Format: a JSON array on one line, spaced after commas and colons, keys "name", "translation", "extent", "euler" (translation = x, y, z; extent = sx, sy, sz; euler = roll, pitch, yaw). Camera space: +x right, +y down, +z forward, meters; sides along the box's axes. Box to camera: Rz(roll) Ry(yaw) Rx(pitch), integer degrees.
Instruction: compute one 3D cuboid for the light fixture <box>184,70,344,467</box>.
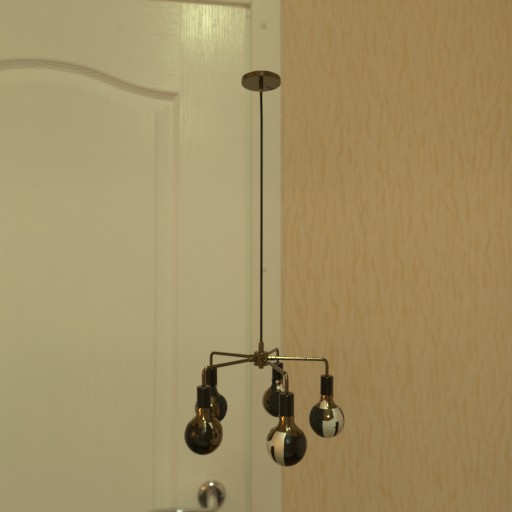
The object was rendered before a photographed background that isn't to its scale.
[{"name": "light fixture", "translation": [0.000, 0.000, 1.213], "extent": [0.421, 0.988, 0.438], "euler": [1, -2, -37]}]
